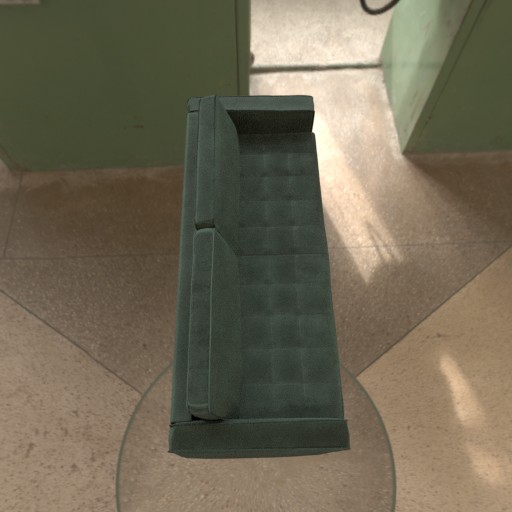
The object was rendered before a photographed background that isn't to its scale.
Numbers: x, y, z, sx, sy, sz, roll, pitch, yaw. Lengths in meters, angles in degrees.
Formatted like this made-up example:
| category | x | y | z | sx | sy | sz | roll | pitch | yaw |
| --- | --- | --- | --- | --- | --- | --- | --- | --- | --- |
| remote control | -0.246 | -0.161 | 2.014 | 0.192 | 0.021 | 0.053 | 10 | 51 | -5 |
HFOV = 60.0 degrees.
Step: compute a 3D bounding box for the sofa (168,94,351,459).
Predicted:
| category | x | y | z | sx | sy | sz | roll | pitch | yaw |
| --- | --- | --- | --- | --- | --- | --- | --- | --- | --- |
| sofa | 0.000 | 0.000 | 2.675 | 0.886 | 0.781 | 2.214 | -1 | 65 | -1 |
